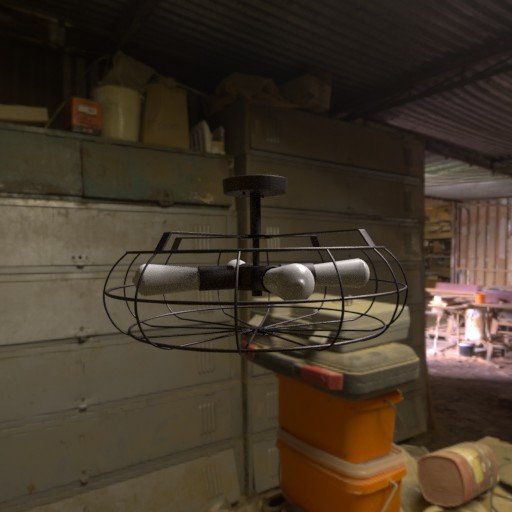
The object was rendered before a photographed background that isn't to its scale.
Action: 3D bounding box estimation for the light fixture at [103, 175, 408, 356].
[{"bbox_3d":[0.000,0.000,0.901,0.582,0.311,0.582,0,0,0],"label":"light fixture"}]
